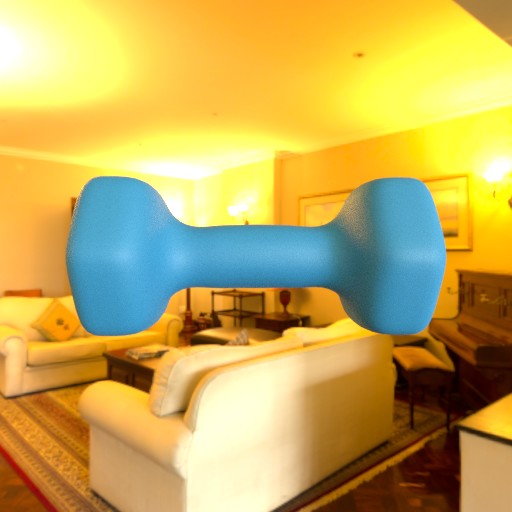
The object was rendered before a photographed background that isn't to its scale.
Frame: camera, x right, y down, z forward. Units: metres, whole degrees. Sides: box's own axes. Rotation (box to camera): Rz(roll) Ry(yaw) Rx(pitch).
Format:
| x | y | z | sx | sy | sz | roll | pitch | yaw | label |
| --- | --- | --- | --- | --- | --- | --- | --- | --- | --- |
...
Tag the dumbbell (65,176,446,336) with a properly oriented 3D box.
| x | y | z | sx | sy | sz | roll | pitch | yaw | label |
| --- | --- | --- | --- | --- | --- | --- | --- | --- | --- |
| 0.000 | 0.000 | 0.196 | 0.152 | 0.066 | 0.074 | 0 | 0 | -1 | dumbbell |
